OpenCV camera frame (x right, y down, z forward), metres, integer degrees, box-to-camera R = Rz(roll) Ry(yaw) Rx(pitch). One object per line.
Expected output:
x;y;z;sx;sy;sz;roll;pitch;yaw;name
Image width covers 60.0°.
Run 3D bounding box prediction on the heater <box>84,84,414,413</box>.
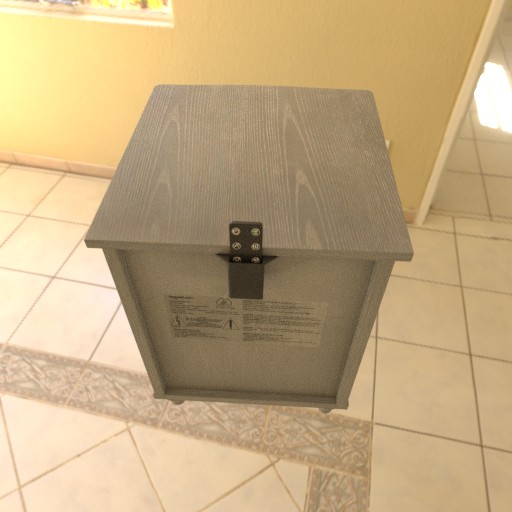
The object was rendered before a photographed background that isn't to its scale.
0.000;0.000;0.755;0.362;0.481;0.400;2;47;2;heater
